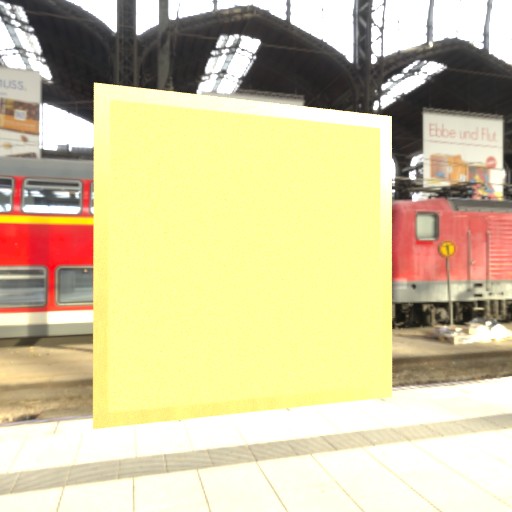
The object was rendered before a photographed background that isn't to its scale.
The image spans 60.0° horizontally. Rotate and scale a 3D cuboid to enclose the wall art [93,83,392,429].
[{"bbox_3d":[0.000,0.000,2.815,1.935,1.936,0.097,0,-1,-18],"label":"wall art"}]
